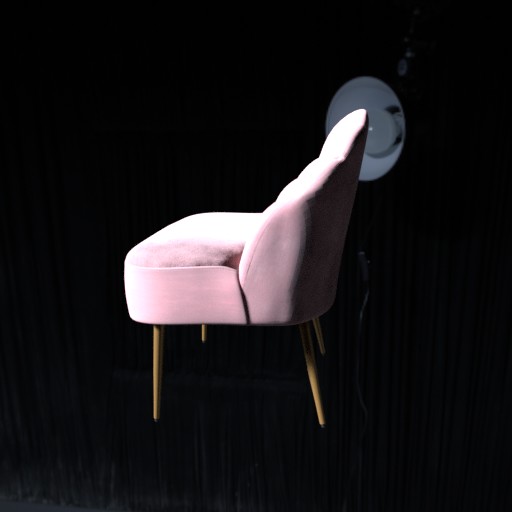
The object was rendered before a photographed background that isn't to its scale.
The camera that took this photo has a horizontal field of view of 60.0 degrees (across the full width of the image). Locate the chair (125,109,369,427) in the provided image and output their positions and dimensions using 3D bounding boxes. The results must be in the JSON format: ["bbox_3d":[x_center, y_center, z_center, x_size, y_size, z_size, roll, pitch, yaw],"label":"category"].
[{"bbox_3d":[0.000,0.000,1.312,0.599,0.819,0.657,2,14,8],"label":"chair"}]
